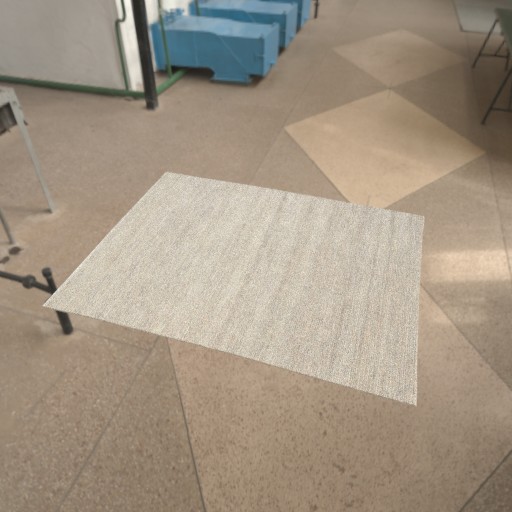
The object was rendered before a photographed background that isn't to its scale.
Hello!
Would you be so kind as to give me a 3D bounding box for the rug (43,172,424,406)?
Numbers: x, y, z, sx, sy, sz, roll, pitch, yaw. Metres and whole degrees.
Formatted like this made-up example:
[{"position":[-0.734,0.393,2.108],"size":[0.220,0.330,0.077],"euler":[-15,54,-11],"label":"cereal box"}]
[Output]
[{"position":[0.000,0.000,5.010],"size":[3.626,0.051,2.757],"euler":[12,42,13],"label":"rug"}]
